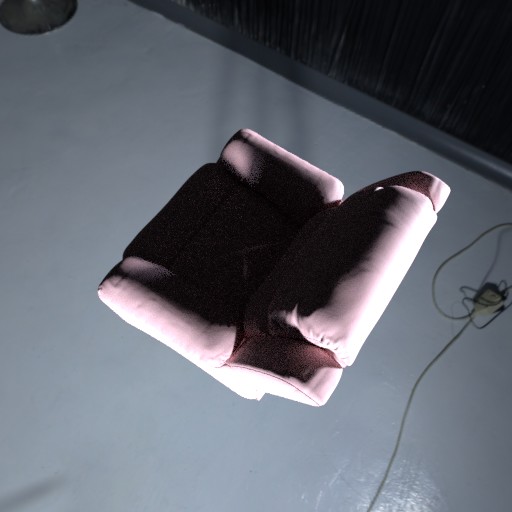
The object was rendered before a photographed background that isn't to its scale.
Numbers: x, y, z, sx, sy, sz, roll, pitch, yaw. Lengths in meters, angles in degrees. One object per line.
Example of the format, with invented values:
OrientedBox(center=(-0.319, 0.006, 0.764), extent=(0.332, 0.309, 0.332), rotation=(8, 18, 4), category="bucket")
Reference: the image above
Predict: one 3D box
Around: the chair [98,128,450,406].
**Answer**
OrientedBox(center=(0.000, 0.000, 1.240), extent=(0.709, 0.702, 0.680), rotation=(32, 68, 14), category="chair")
